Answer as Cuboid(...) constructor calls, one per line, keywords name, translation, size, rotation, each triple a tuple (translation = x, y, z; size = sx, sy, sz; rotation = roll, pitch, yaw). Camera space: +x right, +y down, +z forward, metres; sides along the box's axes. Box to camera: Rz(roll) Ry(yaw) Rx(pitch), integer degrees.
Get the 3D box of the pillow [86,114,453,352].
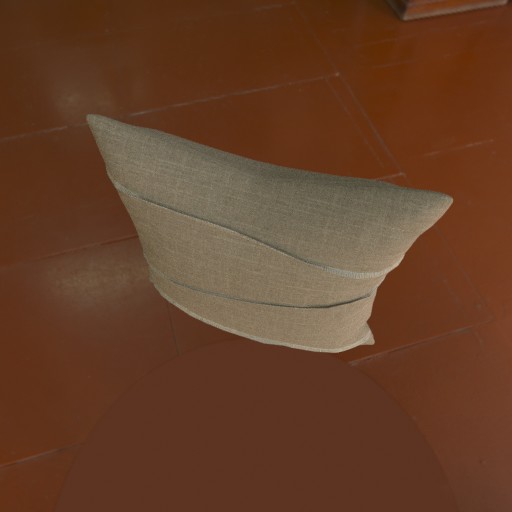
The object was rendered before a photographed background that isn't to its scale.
Cuboid(name="pillow", translation=(0.000, 0.000, 0.636), size=(0.424, 0.400, 0.169), rotation=(15, 59, 9))
